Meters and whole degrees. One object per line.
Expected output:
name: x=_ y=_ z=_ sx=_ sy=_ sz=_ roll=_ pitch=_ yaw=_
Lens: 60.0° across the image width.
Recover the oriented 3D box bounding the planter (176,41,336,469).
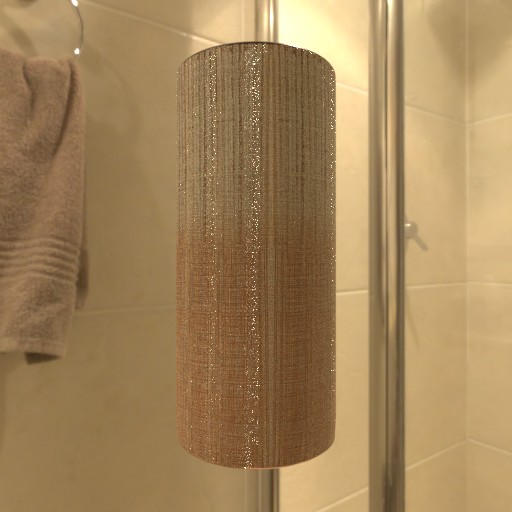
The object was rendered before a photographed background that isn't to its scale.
planter: x=0.000 y=0.000 z=0.282 sx=0.100 sy=0.227 sz=0.100 roll=0 pitch=0 yaw=16
